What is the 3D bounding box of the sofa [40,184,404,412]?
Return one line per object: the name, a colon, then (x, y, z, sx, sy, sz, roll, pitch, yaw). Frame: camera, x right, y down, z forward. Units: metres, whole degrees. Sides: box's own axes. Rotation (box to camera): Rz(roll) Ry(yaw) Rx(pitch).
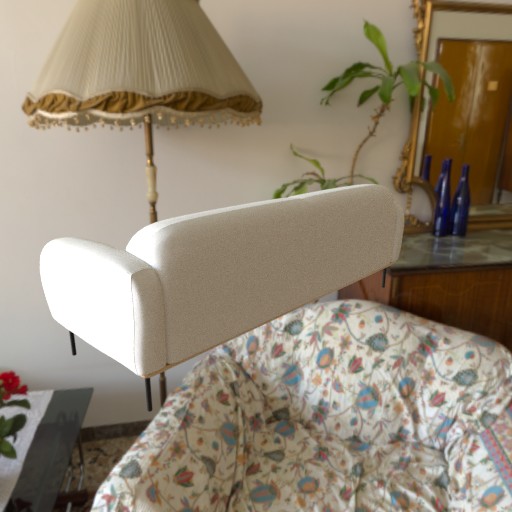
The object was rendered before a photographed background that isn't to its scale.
sofa: (0.000, 0.000, 2.670, 0.880, 0.780, 2.257, 15, 22, 41)
